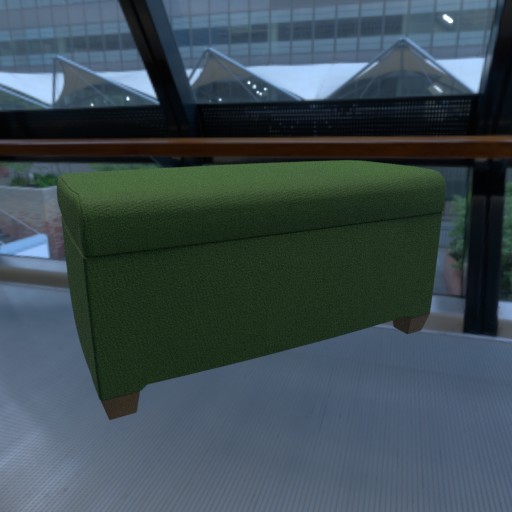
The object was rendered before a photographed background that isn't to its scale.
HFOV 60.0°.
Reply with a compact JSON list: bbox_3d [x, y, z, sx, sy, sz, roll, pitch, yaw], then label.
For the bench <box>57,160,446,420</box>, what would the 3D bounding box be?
[{"bbox_3d":[0.000,0.000,1.266,0.989,0.501,0.505,-9,19,-26],"label":"bench"}]
